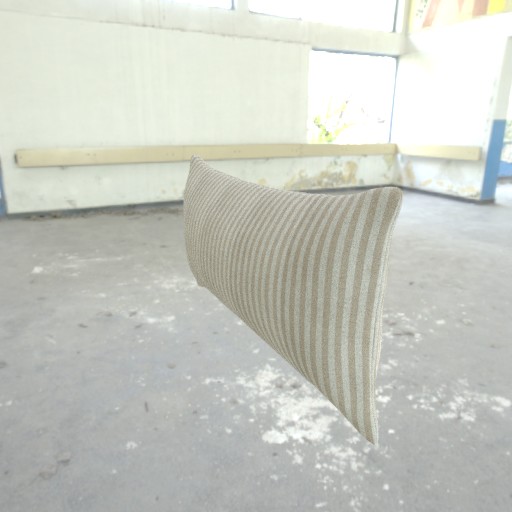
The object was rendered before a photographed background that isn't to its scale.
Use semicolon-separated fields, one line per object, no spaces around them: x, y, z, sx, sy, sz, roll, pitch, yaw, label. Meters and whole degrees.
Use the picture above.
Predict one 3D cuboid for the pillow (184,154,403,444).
0.000;0.000;0.725;0.151;0.295;0.617;-8;18;-25;pillow
